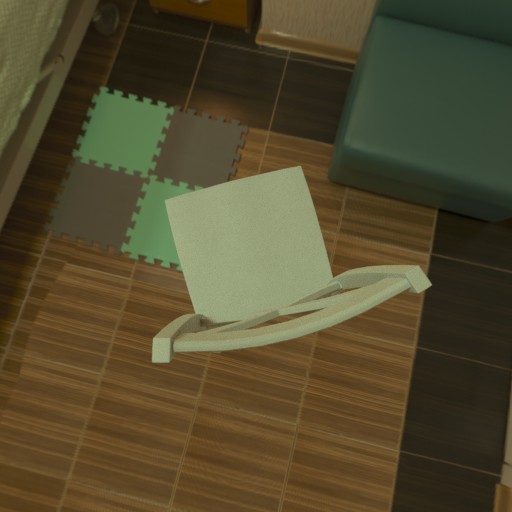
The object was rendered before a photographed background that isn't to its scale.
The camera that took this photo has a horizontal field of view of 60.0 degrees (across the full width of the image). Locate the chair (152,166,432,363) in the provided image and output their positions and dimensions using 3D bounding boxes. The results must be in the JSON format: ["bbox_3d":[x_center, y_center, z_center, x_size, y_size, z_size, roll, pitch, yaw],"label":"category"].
[{"bbox_3d":[0.000,0.000,1.270,0.485,0.983,0.542,-15,76,-4],"label":"chair"}]
